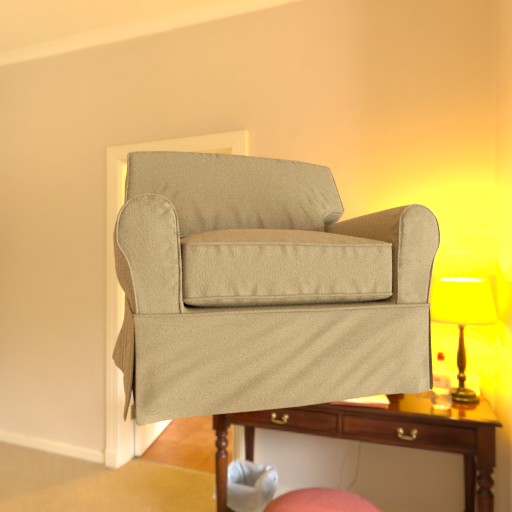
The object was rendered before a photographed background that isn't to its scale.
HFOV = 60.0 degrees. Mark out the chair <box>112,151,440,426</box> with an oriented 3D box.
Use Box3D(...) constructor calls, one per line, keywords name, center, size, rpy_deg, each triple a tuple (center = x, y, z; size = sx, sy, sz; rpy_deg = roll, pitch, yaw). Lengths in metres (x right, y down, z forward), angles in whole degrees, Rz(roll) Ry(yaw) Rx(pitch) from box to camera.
Box3D(name="chair", center=(0.000, 0.000, 1.765), size=(1.096, 0.937, 0.903), rpy_deg=(0, 0, -18))
